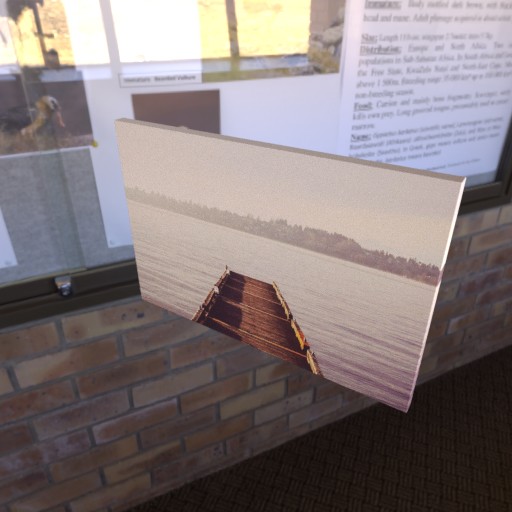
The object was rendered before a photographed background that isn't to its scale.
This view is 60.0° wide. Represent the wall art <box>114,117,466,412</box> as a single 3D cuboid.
[{"bbox_3d":[0.000,0.000,1.185,0.916,0.609,0.037,18,34,28],"label":"wall art"}]
